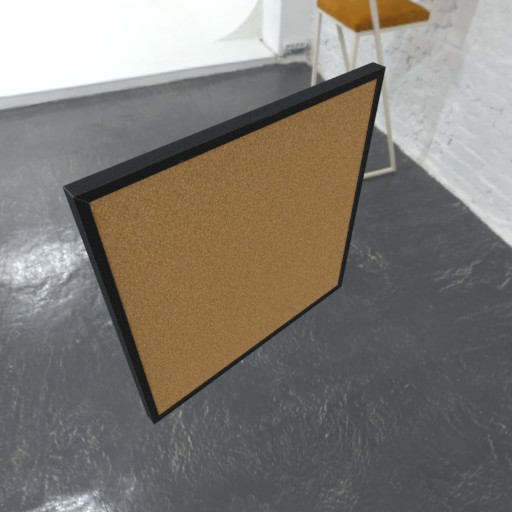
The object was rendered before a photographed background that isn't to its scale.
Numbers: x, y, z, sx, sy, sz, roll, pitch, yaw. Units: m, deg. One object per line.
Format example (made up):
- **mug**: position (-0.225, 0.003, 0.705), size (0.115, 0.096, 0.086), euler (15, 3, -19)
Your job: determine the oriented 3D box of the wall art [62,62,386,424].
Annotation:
- **wall art**: position (0.000, 0.000, 1.119), size (0.761, 0.761, 0.037), euler (-31, 52, -28)
